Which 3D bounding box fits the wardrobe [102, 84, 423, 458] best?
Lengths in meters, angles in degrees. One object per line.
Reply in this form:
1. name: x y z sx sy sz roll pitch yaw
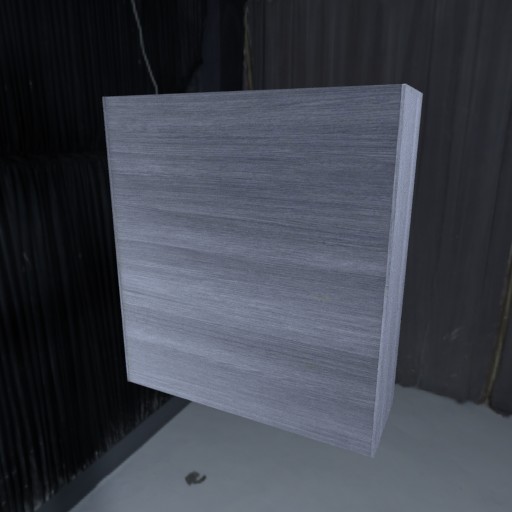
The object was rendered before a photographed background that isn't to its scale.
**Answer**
1. wardrobe: 0.000 0.000 2.854 1.780 1.960 0.629 8 18 25
